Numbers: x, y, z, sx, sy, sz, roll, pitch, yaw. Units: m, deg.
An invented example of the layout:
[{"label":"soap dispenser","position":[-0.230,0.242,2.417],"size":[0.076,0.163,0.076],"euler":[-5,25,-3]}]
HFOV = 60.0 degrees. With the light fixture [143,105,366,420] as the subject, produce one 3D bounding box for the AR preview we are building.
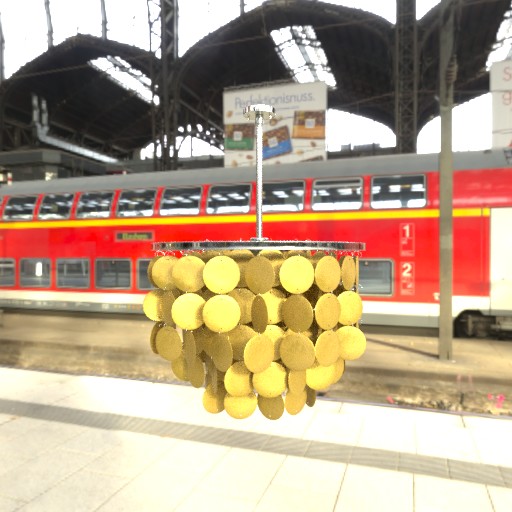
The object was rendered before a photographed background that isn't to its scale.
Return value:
[{"label":"light fixture","position":[0.000,0.000,0.749],"size":[0.368,0.492,0.368],"euler":[0,0,0]}]
